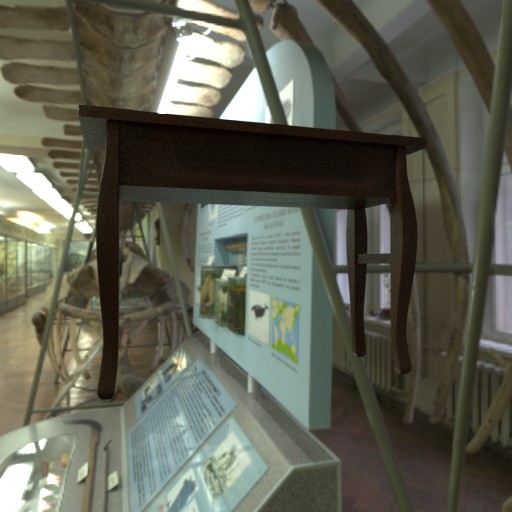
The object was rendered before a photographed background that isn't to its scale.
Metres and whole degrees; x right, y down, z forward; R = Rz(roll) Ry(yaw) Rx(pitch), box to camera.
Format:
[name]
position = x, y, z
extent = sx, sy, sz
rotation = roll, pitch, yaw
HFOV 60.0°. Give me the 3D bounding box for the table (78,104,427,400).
[table]
position = 0.000, 0.000, 1.456
extent = 1.062, 0.768, 0.373
rotation = 0, -1, -17
